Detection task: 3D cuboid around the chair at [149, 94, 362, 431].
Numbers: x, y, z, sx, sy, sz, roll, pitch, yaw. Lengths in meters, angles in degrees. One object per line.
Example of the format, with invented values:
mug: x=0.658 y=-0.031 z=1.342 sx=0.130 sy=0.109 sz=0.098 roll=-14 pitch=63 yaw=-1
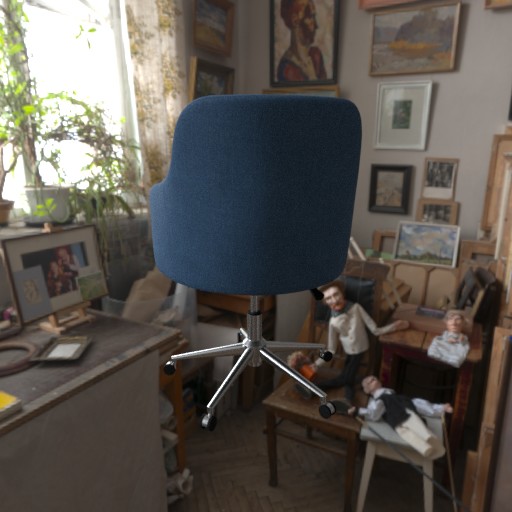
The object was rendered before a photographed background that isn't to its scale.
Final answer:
chair: x=0.000 y=0.000 z=1.281 sx=0.599 sy=0.820 sz=0.655 roll=-2 pitch=14 yaw=-9
